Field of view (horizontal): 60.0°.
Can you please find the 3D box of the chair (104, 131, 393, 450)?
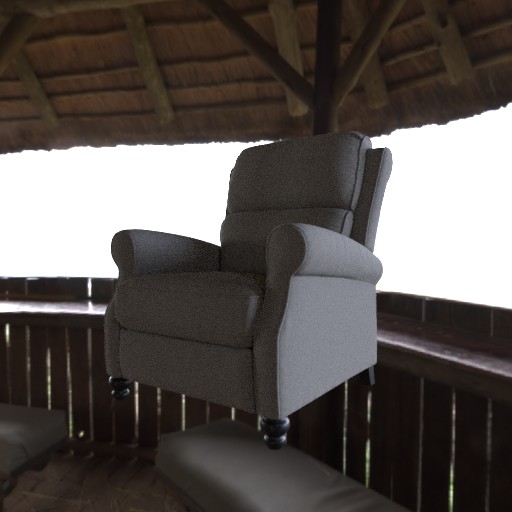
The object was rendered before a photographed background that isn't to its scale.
[{"bbox_3d":[0.000,0.000,1.742,0.859,1.046,0.919,1,2,35],"label":"chair"}]
